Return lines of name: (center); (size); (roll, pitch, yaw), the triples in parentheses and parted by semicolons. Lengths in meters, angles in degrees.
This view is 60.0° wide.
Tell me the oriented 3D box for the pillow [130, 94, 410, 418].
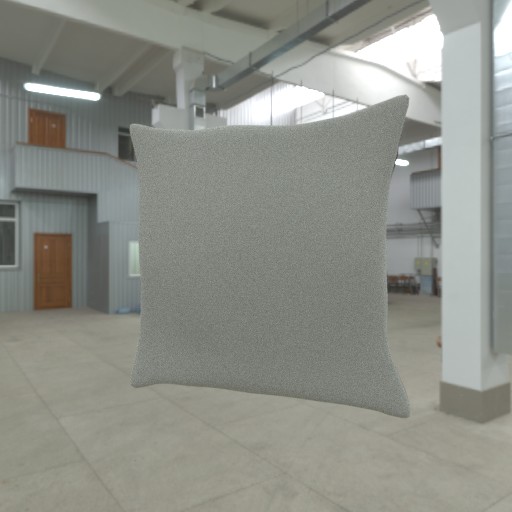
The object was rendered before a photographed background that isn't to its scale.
pillow: (0.000, 0.000, 0.782); (0.514, 0.513, 0.163); (0, 0, 19)
